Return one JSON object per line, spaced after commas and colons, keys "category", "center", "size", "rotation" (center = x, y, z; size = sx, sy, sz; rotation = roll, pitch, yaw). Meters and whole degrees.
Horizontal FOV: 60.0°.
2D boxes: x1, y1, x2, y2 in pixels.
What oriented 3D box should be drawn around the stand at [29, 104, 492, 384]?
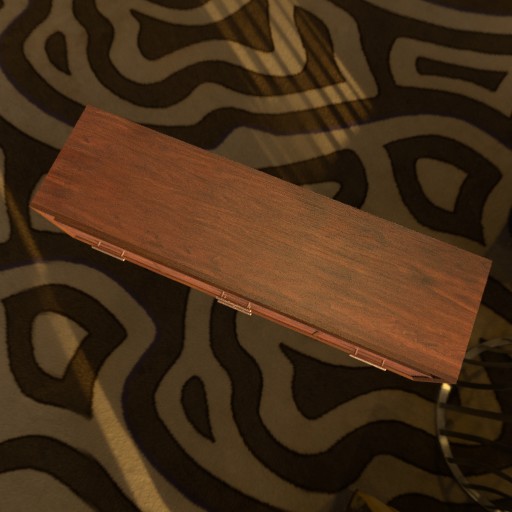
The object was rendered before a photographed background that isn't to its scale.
{"category": "stand", "center": [0.000, 0.000, 1.897], "size": [1.626, 0.610, 0.481], "rotation": [22, 77, 5]}
